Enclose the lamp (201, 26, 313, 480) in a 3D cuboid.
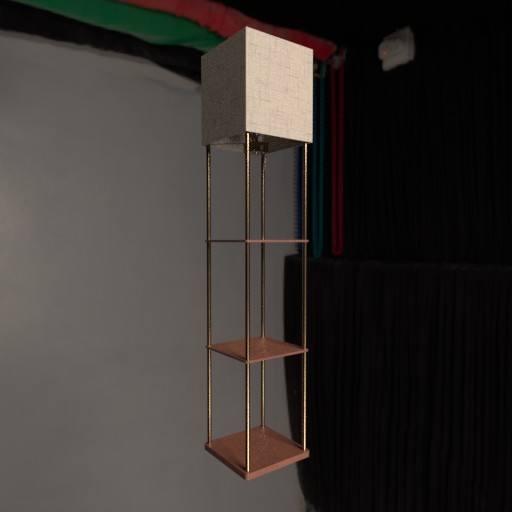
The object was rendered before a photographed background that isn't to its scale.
[{"bbox_3d":[0.000,0.000,1.742,0.310,1.569,0.308,-2,3,-36],"label":"lamp"}]
